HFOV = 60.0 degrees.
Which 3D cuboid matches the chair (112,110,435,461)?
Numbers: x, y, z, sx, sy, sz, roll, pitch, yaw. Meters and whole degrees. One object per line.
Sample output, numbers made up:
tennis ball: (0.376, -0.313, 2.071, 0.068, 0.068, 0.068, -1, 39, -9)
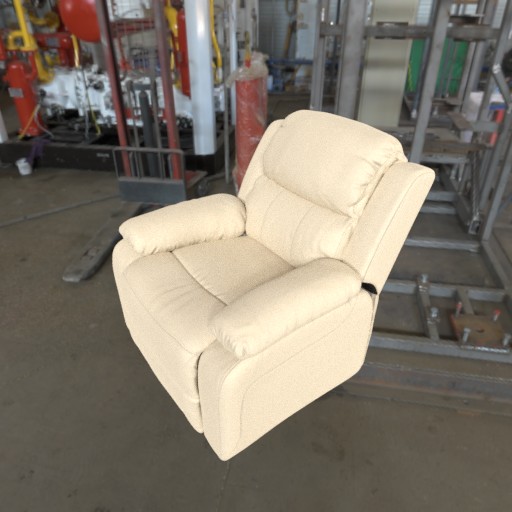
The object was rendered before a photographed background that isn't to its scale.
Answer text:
chair: (0.000, 0.000, 1.277, 0.709, 0.702, 0.680, -20, 37, -30)
